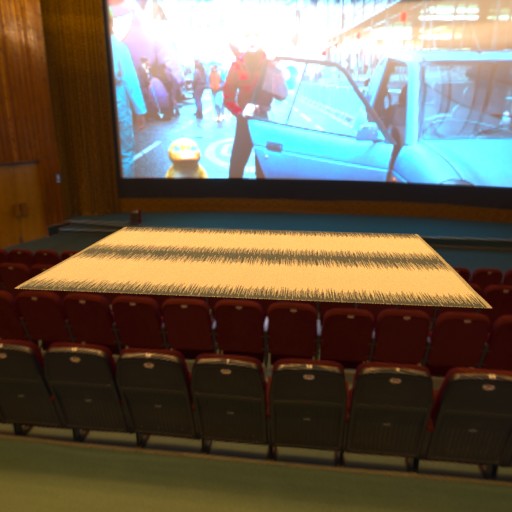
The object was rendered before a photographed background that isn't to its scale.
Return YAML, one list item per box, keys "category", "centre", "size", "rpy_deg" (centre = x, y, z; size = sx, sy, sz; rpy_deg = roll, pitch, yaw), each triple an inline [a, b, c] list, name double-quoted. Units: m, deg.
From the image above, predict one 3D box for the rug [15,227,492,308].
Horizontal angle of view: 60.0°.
- category: "rug"
  centre: [0.000, 0.000, 2.969]
  size: [2.453, 0.003, 1.519]
  rpy_deg: [2, 16, 6]
